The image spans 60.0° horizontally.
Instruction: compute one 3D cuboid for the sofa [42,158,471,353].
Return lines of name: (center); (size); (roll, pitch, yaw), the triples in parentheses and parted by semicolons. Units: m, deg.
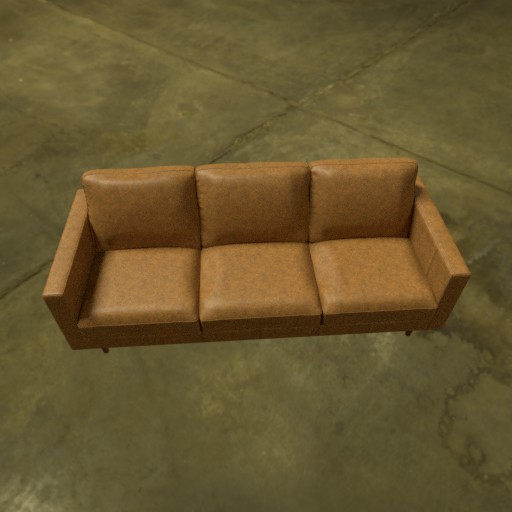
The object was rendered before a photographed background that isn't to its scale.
sofa: (0.000, 0.000, 2.731); (2.231, 0.930, 0.903); (-3, 47, -3)
